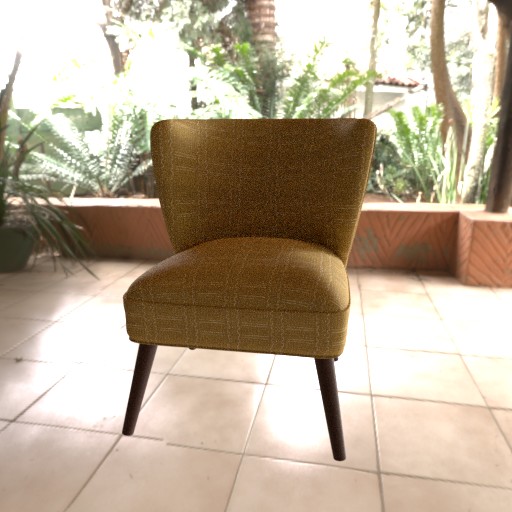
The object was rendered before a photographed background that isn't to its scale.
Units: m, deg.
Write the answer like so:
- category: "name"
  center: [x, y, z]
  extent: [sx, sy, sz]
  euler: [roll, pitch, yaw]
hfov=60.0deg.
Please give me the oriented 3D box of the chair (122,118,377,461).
- category: "chair"
  center: [0.000, 0.000, 1.416]
  extent: [0.706, 0.866, 0.758]
  euler: [3, 15, 10]
